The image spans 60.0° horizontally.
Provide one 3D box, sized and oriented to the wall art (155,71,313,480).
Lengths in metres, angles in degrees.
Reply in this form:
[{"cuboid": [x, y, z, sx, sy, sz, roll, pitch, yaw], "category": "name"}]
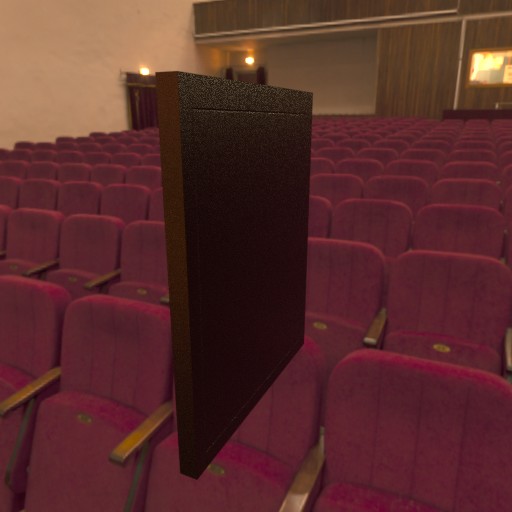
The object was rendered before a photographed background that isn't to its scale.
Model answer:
[{"cuboid": [0.000, 0.000, 0.775, 0.031, 0.558, 0.461, 8, 19, 25], "category": "wall art"}]
